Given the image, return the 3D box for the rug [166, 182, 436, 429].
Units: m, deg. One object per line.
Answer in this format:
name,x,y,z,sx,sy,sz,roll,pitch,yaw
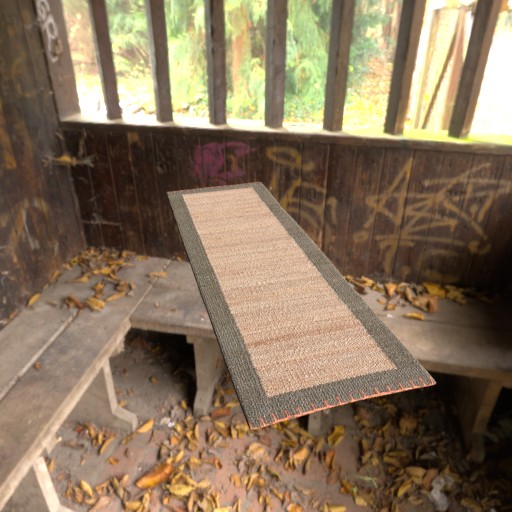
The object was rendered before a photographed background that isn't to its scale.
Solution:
rug,0.000,0.000,2.703,0.810,0.016,2.413,-8,31,-14
